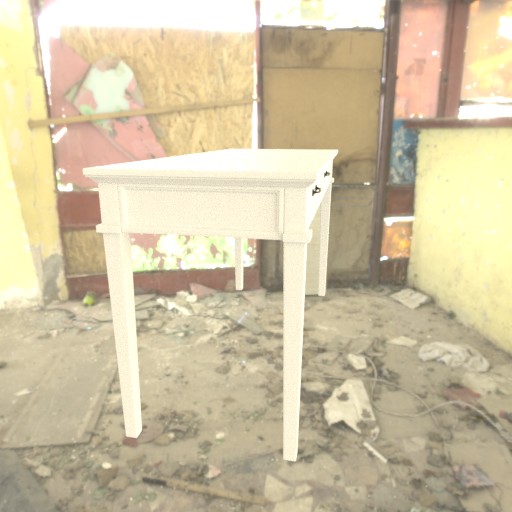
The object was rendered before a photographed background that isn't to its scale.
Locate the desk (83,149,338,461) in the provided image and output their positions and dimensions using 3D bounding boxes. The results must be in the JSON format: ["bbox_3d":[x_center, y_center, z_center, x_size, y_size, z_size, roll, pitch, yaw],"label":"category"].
[{"bbox_3d":[0.000,0.000,1.752,0.559,0.774,1.372,3,16,11],"label":"desk"}]
